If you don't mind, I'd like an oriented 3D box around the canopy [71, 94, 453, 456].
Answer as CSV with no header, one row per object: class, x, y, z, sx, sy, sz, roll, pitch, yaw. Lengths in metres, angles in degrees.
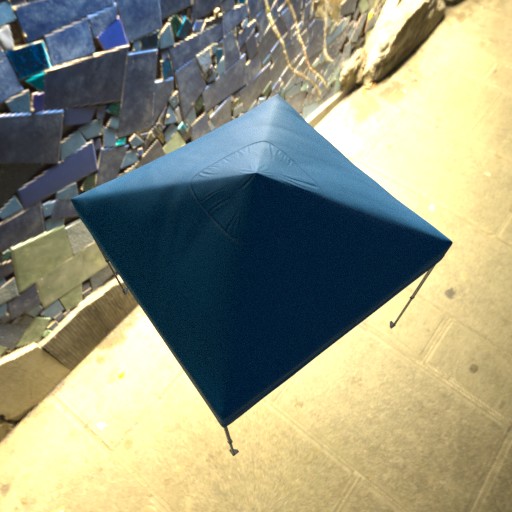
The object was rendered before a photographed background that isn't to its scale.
canopy,0.000,0.000,5.450,2.998,2.997,2.996,-33,64,-18
